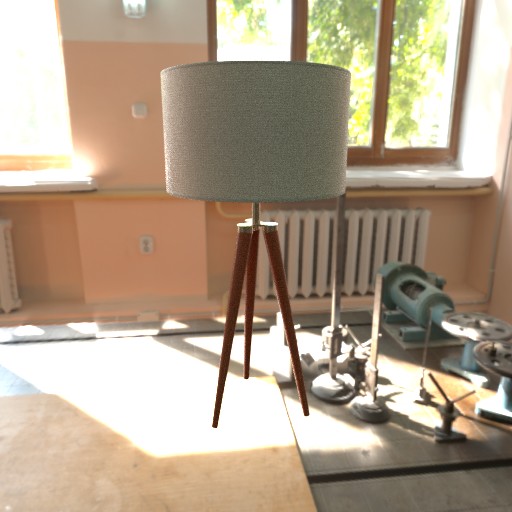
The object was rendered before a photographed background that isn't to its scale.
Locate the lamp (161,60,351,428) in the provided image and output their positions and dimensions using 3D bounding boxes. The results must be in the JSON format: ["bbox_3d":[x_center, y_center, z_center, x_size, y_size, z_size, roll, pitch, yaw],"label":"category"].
[{"bbox_3d":[0.000,0.000,0.933,0.354,0.709,0.355,8,17,27],"label":"lamp"}]
